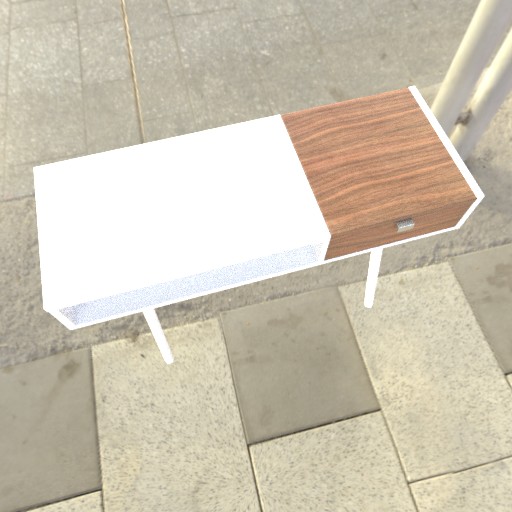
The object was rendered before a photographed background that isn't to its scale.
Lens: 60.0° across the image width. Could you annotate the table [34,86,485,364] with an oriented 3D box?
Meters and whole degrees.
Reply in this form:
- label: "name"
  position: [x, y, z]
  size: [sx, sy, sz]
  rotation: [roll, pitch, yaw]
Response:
- label: "table"
  position: [0.000, 0.000, 1.459]
  size: [1.066, 0.785, 0.418]
  rotation: [-14, 64, -7]
